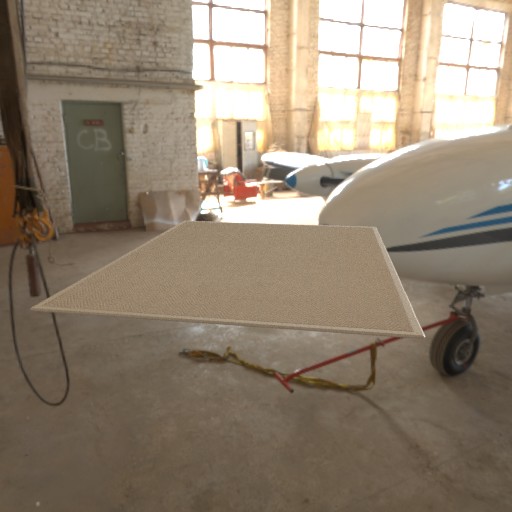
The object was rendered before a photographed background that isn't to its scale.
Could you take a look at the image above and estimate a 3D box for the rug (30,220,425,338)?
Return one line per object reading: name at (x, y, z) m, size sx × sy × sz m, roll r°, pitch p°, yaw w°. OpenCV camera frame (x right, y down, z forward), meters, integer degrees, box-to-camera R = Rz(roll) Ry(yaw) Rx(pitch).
rug at (0.000, 0.000, 4.066) m, size 2.407 × 0.020 × 3.051 m, roll 3°, pitch 15°, yaw 9°
